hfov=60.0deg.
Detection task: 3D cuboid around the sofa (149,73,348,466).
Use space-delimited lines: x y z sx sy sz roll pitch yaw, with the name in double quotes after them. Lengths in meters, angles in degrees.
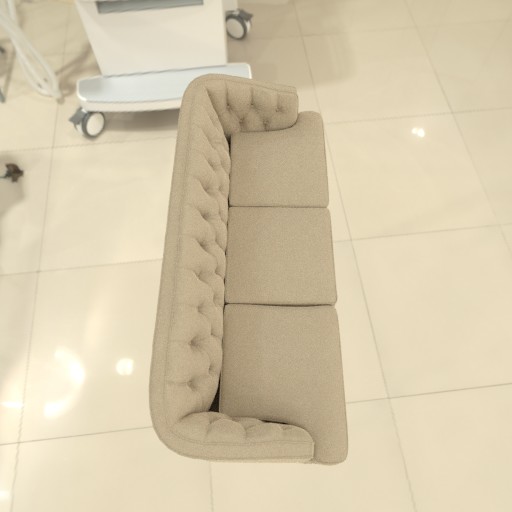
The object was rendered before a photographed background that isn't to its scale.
0.000 0.000 2.672 0.941 0.855 2.278 0 63 0 "sofa"
